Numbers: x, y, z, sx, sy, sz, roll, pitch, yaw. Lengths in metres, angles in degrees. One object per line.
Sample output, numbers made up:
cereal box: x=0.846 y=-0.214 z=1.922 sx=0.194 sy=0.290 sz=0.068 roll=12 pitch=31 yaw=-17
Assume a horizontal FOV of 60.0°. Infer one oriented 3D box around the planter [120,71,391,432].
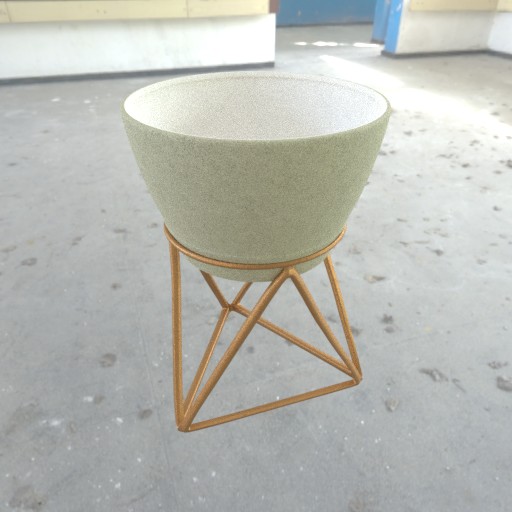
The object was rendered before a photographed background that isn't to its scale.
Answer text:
planter: x=0.000 y=0.000 z=0.727 sx=0.350 sy=0.504 sz=0.350 roll=-11 pitch=35 yaw=-16
